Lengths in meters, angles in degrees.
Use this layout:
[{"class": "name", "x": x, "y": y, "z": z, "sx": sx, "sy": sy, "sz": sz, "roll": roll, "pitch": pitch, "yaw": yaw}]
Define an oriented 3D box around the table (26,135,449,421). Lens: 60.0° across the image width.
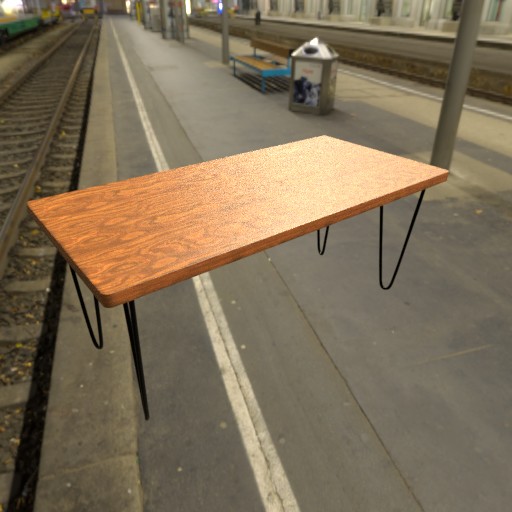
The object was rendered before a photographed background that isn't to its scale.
[{"class": "table", "x": 0.000, "y": 0.000, "z": 2.234, "sx": 1.791, "sy": 0.753, "sz": 0.883, "roll": -21, "pitch": 36, "yaw": -32}]
